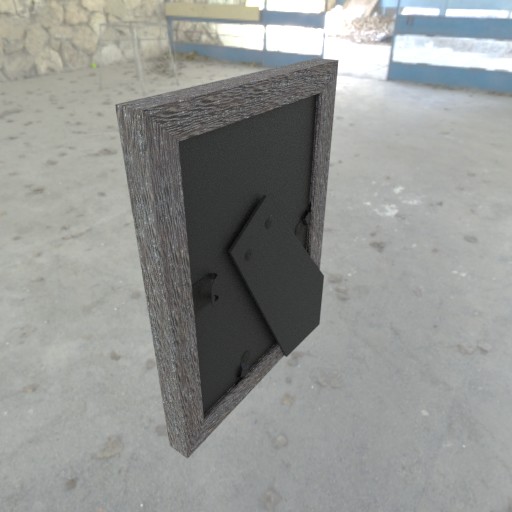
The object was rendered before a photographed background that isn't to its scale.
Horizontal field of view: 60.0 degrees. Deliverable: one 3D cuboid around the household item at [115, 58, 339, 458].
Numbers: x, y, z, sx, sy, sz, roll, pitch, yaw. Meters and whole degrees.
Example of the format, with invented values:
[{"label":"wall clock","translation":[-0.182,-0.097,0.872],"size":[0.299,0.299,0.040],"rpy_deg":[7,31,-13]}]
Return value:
[{"label":"household item","translation":[0.000,0.000,0.277],"size":[0.020,0.210,0.160],"rpy_deg":[21,37,30]}]
